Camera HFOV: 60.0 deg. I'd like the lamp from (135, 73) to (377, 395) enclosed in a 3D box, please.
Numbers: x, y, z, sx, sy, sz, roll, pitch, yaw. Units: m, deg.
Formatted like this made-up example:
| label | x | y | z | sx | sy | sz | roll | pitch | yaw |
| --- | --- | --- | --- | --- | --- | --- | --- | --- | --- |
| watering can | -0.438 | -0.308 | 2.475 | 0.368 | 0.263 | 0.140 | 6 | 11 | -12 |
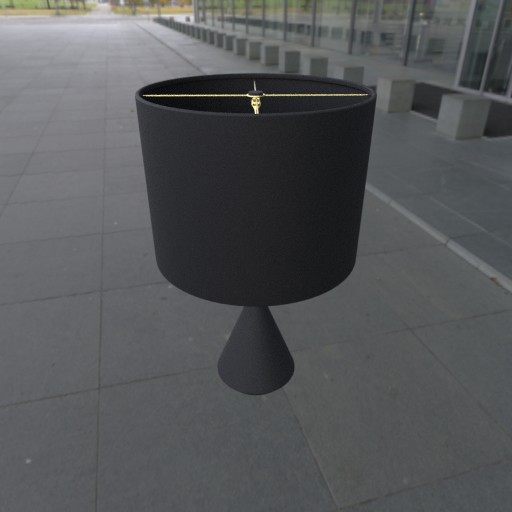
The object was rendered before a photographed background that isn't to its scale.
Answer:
| label | x | y | z | sx | sy | sz | roll | pitch | yaw |
| --- | --- | --- | --- | --- | --- | --- | --- | --- | --- |
| lamp | 0.000 | 0.000 | 0.818 | 0.359 | 0.584 | 0.359 | -1 | 30 | -1 |
